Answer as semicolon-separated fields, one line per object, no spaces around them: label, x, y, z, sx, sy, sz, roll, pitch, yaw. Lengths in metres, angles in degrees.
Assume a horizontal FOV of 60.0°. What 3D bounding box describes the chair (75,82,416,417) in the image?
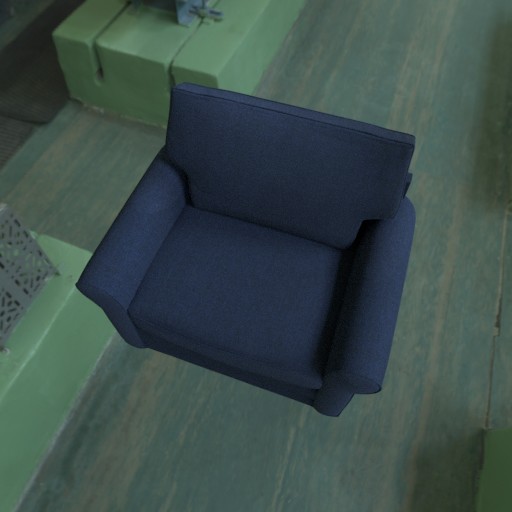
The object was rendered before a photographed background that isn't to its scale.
chair;0.000;0.000;2.008;1.285;1.044;0.963;17;60;10
